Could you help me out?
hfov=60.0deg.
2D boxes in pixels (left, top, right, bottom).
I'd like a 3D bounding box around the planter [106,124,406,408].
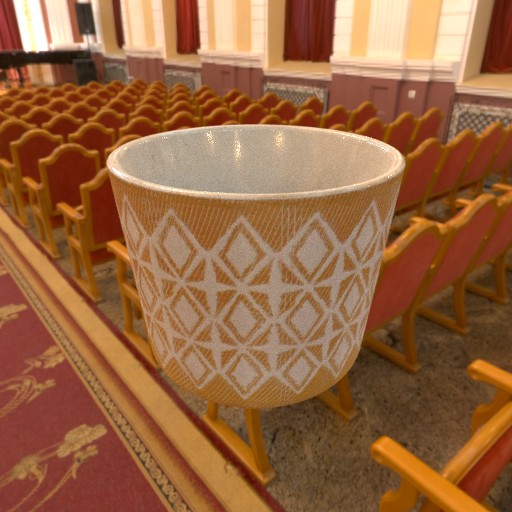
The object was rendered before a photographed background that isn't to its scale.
[{"bbox_3d":[0.000,0.000,0.218,0.126,0.104,0.126,0,26,0],"label":"planter"}]
